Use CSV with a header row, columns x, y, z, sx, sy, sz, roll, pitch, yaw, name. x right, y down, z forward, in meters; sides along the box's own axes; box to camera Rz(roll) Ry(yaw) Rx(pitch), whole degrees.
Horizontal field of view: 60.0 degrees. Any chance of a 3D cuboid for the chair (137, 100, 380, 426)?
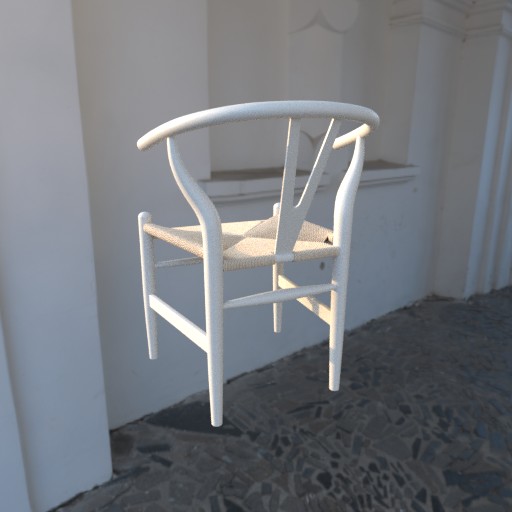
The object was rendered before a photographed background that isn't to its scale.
x,y,z,sx,sy,sz,roll,pitch,yaw,name
0.000,0.000,1.167,0.569,0.730,0.579,-7,16,-26,chair
